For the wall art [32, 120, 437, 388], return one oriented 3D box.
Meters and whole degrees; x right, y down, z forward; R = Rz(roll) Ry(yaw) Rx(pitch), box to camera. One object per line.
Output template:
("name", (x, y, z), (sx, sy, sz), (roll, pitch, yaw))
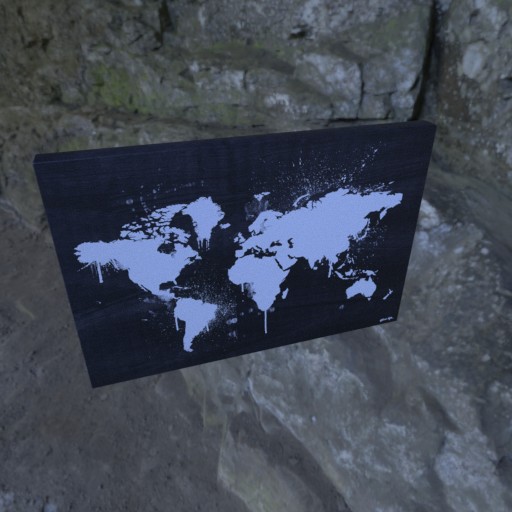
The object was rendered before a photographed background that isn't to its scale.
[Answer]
("wall art", (0.000, 0.000, 0.762), (0.610, 0.409, 0.038), (-9, 32, -15))
